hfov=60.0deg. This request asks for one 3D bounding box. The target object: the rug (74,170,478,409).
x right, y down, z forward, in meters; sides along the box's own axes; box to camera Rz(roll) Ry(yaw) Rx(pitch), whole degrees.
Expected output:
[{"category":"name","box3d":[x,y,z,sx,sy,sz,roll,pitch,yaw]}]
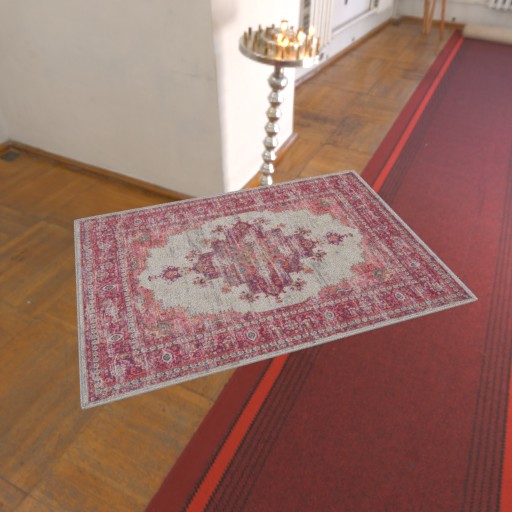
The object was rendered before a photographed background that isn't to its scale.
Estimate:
[{"category":"rug","box3d":[0.000,0.000,2.883,2.232,0.011,1.555,-12,43,-14]}]
